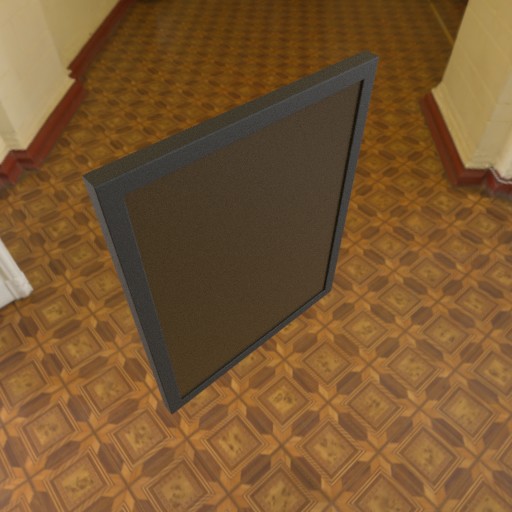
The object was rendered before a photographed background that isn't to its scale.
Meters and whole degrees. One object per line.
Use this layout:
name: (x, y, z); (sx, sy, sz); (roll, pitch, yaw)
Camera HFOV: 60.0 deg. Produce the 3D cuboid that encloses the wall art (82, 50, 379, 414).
wall art: (0.000, 0.000, 0.758); (0.457, 0.558, 0.028); (-33, 56, -26)
